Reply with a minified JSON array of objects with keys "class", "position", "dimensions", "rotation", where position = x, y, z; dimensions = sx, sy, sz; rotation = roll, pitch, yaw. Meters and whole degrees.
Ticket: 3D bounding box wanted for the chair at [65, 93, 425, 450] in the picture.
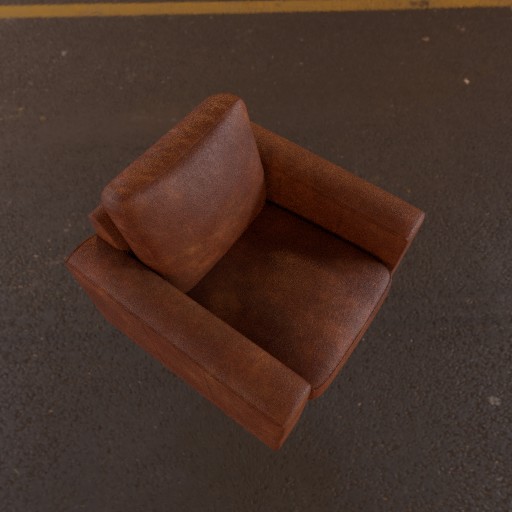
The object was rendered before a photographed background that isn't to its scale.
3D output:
[{"class":"chair","position":[0.000,0.000,1.774],"dimensions":[1.016,0.873,1.005],"rotation":[32,65,17]}]
